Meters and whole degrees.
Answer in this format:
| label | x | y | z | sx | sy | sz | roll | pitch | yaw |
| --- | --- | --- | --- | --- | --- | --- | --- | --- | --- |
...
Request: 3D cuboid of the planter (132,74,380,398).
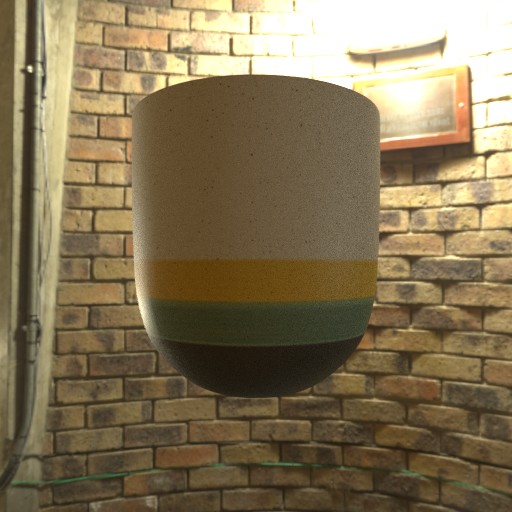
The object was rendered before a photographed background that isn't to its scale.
| label | x | y | z | sx | sy | sz | roll | pitch | yaw |
| --- | --- | --- | --- | --- | --- | --- | --- | --- | --- |
| planter | 0.000 | 0.000 | 0.359 | 0.195 | 0.214 | 0.195 | 0 | -1 | 0 |
